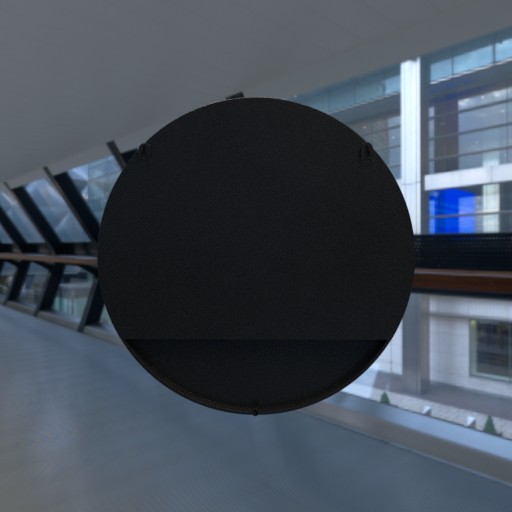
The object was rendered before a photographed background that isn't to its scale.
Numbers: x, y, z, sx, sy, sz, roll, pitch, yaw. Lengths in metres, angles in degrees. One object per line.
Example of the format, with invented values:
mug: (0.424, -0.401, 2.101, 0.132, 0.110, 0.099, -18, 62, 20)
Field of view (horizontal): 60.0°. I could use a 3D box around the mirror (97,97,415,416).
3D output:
mirror: (0.000, 0.000, 0.699, 0.457, 0.457, 0.133, 0, 0, 1)
